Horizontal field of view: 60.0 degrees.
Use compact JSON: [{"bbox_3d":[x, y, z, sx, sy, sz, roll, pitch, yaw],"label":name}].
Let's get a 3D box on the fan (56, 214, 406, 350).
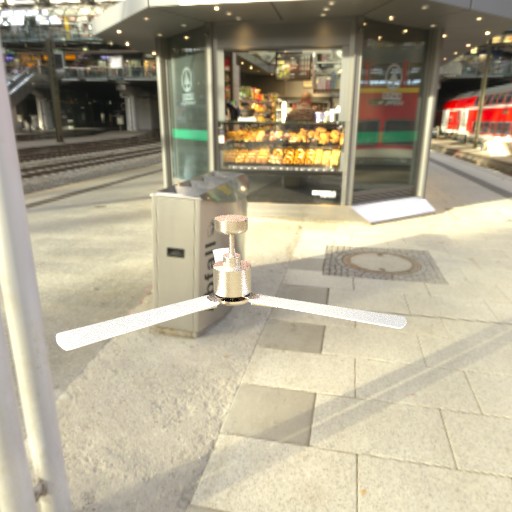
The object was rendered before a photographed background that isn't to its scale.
[{"bbox_3d":[0.000,0.000,2.399,1.531,0.446,1.561,3,18,10],"label":"fan"}]
